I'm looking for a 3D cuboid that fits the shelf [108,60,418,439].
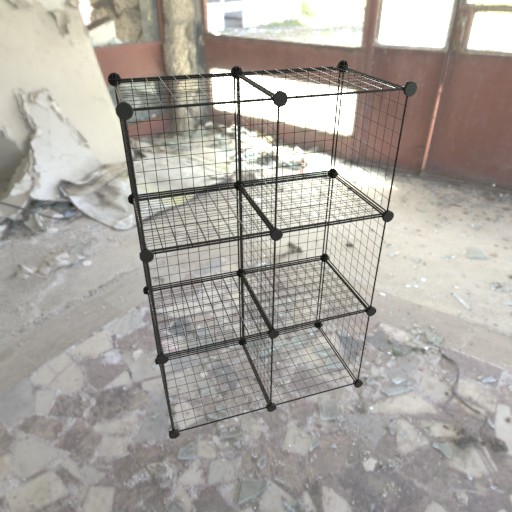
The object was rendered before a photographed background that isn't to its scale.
[{"bbox_3d":[0.000,0.000,1.403,0.711,1.067,0.356,-10,33,-15],"label":"shelf"}]
